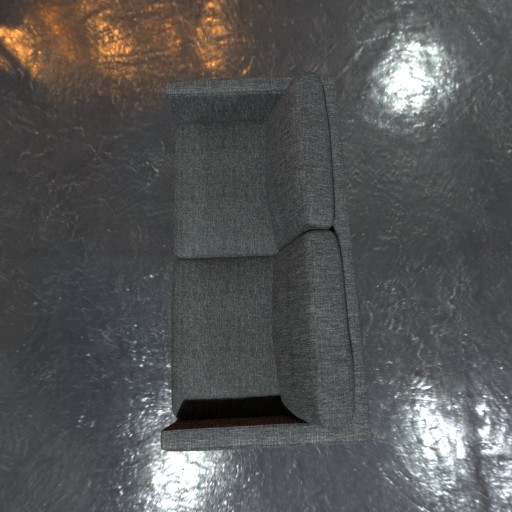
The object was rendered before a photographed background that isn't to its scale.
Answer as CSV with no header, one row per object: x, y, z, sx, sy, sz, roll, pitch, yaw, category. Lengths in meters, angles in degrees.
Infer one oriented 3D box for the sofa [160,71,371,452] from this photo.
0.000,0.000,2.418,0.950,0.963,1.884,-2,75,-1,sofa
